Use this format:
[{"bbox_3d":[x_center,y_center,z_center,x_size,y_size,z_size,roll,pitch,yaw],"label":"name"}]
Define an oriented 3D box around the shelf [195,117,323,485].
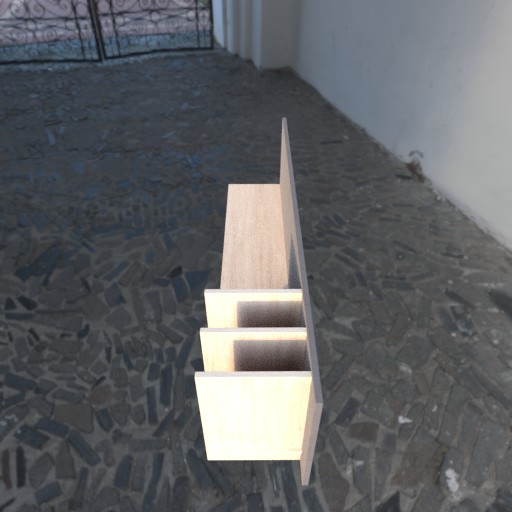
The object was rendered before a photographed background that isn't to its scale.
[{"bbox_3d":[0.000,0.000,1.151,0.200,0.300,1.020,0,41,0],"label":"shelf"}]
